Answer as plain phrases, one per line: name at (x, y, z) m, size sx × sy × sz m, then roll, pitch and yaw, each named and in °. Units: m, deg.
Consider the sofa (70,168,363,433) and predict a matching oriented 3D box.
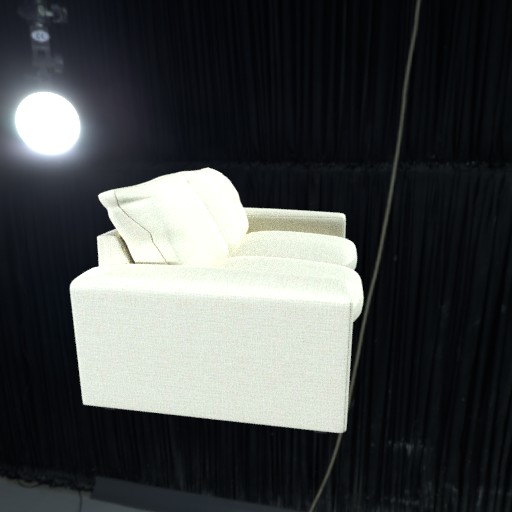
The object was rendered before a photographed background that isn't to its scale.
sofa at (0.000, 0.000, 2.390) m, size 1.091 × 0.875 × 1.754 m, roll 3°, pitch 15°, yaw 10°
